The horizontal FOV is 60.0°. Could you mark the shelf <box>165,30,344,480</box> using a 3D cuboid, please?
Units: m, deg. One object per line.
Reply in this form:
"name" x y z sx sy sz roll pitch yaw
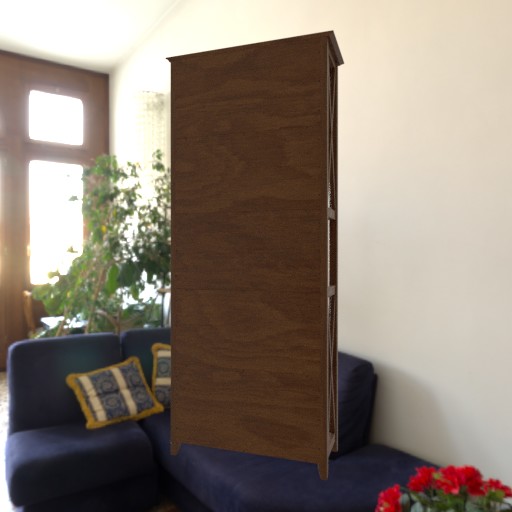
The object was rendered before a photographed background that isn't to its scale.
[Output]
"shelf" 0.000 0.000 2.159 0.805 1.905 0.335 0 0 19
